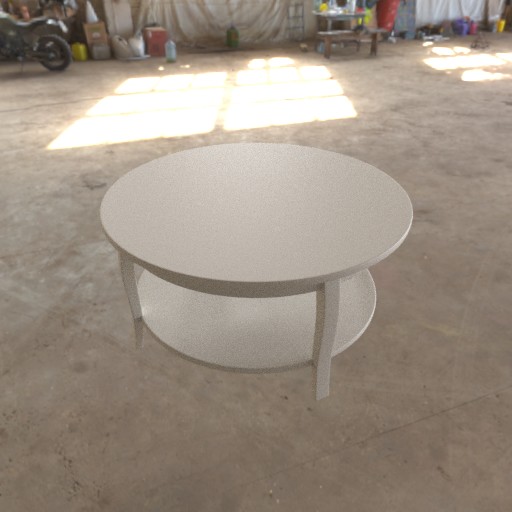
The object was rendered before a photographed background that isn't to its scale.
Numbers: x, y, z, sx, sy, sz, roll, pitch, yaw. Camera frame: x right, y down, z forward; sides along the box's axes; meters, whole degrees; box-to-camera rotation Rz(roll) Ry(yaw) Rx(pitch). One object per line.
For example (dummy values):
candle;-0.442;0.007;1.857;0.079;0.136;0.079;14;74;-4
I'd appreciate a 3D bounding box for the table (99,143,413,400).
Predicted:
table;0.000;0.000;1.465;0.910;0.457;0.910;0;33;0
